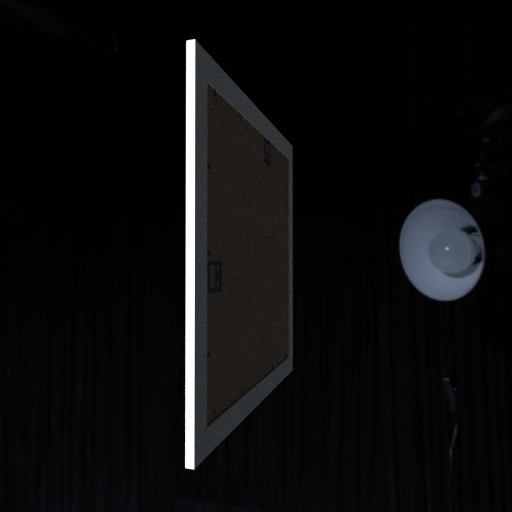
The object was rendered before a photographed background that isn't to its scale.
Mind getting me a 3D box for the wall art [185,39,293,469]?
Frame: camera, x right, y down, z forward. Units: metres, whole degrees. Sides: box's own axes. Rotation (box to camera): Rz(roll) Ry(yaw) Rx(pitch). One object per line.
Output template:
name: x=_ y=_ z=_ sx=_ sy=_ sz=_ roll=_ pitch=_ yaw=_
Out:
wall art: x=0.000 y=0.000 z=0.885 sx=0.013 sy=0.584 sz=0.584 roll=0 pitch=-1 yaw=18
